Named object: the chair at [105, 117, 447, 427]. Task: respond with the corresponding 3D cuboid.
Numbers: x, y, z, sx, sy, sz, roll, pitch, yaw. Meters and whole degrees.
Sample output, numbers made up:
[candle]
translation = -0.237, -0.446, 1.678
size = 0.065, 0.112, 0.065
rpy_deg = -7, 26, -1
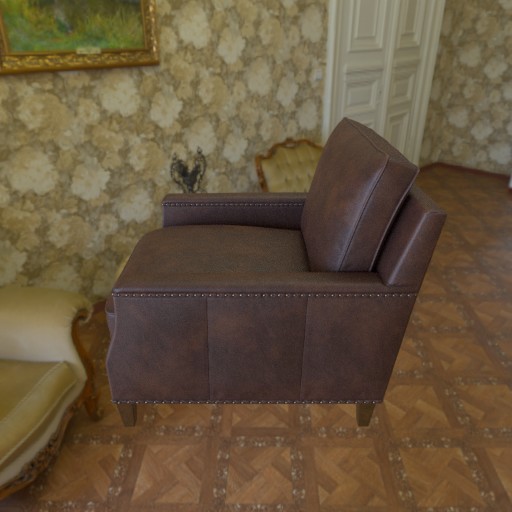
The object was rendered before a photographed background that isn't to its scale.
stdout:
[chair]
translation = 0.000, 0.000, 1.690
size = 1.014, 0.929, 0.853
rpy_deg = 0, 27, 0
